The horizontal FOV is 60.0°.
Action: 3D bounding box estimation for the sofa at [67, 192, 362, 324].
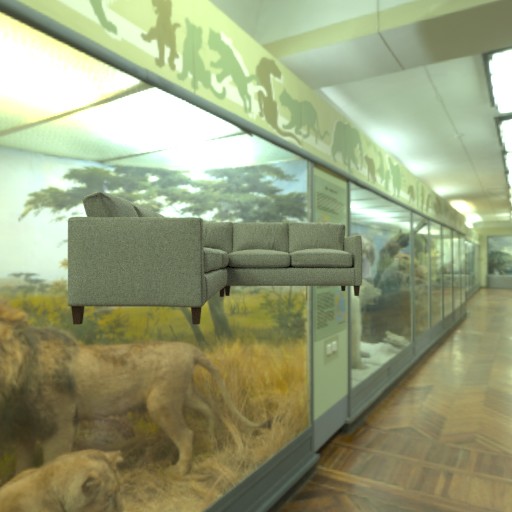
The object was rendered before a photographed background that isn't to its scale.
[{"bbox_3d":[0.000,0.000,4.574,2.593,0.947,3.302,0,0,0],"label":"sofa"}]
